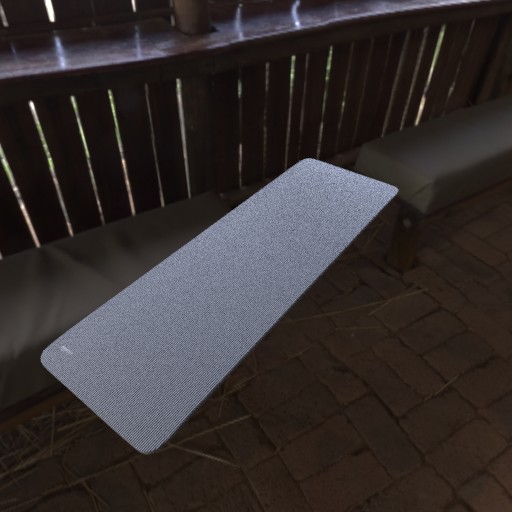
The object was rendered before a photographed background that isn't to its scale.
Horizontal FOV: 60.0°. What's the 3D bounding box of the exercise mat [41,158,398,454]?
[{"bbox_3d":[0.000,0.000,2.041,0.616,0.021,1.884,26,47,27],"label":"exercise mat"}]
